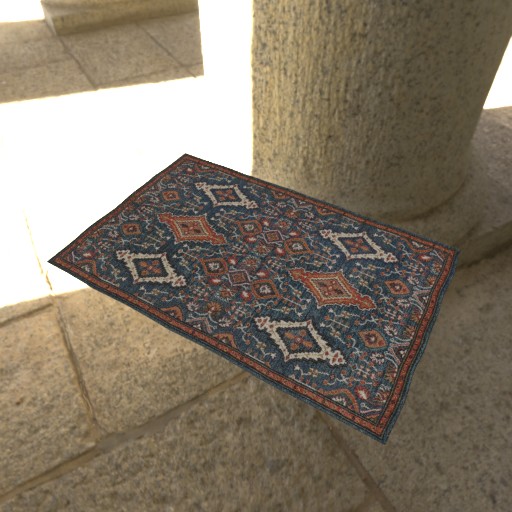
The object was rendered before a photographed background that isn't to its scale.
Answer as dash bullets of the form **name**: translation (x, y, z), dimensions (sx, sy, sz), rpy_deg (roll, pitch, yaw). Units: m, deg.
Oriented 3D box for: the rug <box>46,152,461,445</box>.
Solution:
- **rug**: translation (0.000, 0.000, 4.243), dimensions (3.371, 0.008, 2.190), rpy_deg (23, 50, 21)
